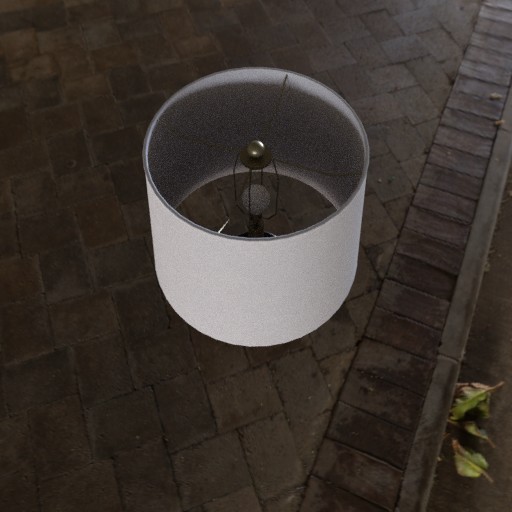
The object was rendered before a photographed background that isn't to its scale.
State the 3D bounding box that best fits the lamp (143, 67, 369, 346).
[{"bbox_3d":[0.000,0.000,0.546,0.239,0.399,0.239,0,62,0],"label":"lamp"}]
